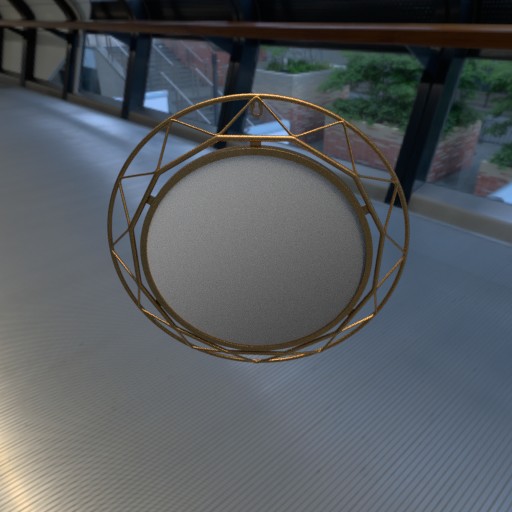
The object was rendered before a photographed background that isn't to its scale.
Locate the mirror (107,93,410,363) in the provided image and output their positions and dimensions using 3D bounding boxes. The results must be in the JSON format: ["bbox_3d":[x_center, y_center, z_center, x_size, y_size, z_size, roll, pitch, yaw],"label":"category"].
[{"bbox_3d":[0.000,0.000,0.658,0.454,0.454,0.043,1,30,2],"label":"mirror"}]
